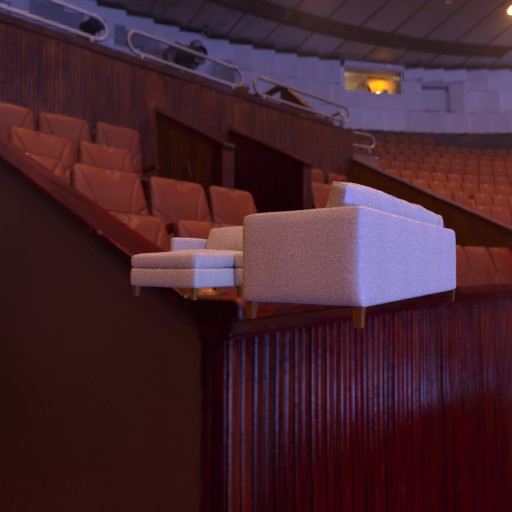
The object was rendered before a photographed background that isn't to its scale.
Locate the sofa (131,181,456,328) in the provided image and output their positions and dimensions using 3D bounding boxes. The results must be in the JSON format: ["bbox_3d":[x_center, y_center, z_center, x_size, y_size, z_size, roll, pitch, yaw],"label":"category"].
[{"bbox_3d":[0.000,0.000,4.710,3.460,0.961,2.594,-1,-1,36],"label":"sofa"}]
